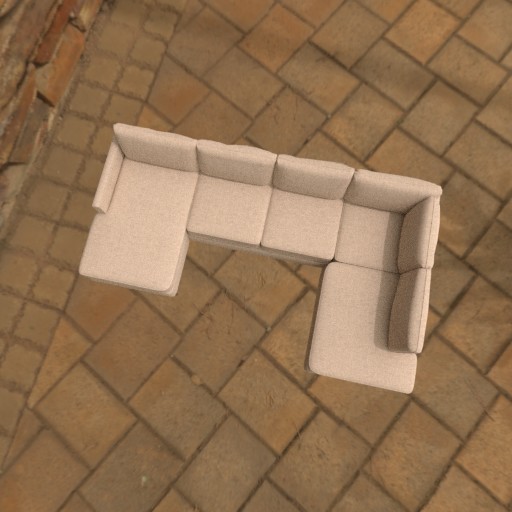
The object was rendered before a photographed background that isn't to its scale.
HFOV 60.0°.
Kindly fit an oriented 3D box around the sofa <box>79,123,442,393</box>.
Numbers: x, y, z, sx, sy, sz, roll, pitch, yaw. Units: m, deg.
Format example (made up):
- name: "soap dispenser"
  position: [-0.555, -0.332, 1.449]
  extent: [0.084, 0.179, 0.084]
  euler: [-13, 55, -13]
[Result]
- name: "sofa"
  position: [0.000, 0.000, 4.475]
  extent: [3.423, 0.996, 2.021]
  euler: [12, 77, 3]
